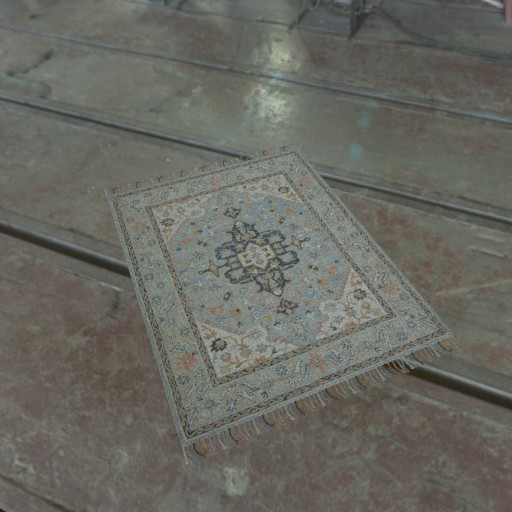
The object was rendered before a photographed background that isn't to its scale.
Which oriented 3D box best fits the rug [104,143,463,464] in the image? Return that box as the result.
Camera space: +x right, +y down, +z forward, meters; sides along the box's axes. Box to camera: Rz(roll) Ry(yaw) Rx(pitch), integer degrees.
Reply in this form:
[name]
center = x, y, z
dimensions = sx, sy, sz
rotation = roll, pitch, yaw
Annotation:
[rug]
center = 0.000, 0.000, 4.330
dimensions = 2.379, 0.011, 3.221
rotation = -17, 50, -15
